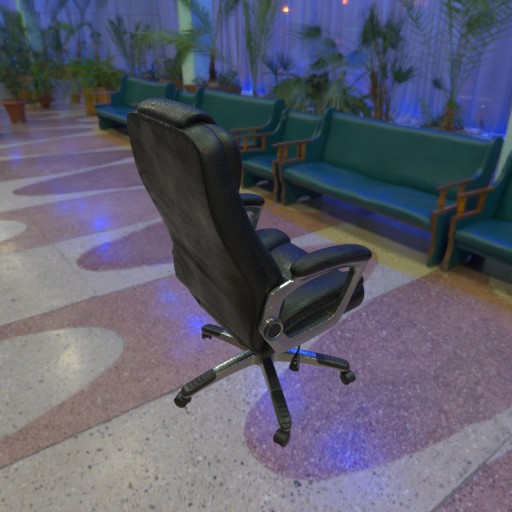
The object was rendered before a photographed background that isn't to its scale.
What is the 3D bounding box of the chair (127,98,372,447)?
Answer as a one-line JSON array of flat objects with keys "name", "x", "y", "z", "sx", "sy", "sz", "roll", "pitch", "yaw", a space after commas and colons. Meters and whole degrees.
[{"name": "chair", "x": 0.000, "y": 0.000, "z": 1.543, "sx": 0.689, "sy": 1.075, "sz": 0.697, "roll": -18, "pitch": 32, "yaw": -30}]
